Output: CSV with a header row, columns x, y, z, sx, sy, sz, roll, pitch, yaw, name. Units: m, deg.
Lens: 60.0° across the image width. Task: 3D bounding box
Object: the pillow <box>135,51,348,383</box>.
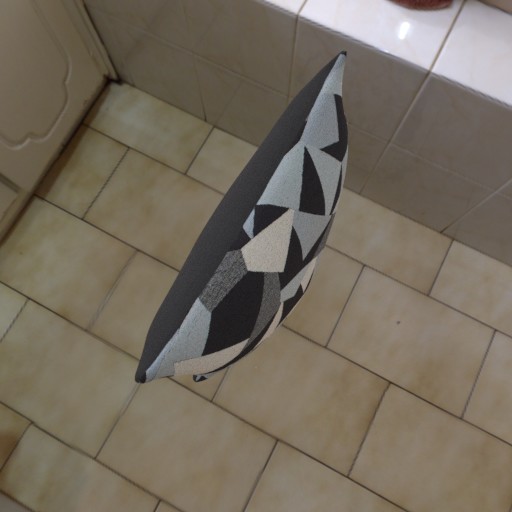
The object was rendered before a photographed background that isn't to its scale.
x,y,z,sx,sy,sz,roll,pitch,yaw,name
0.000,0.000,0.762,0.208,0.496,0.503,29,78,7,pillow
